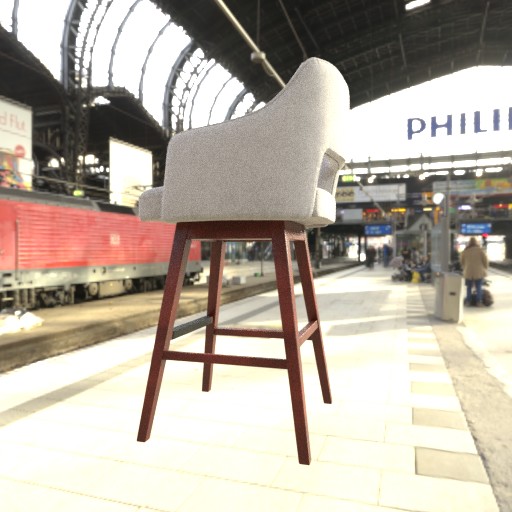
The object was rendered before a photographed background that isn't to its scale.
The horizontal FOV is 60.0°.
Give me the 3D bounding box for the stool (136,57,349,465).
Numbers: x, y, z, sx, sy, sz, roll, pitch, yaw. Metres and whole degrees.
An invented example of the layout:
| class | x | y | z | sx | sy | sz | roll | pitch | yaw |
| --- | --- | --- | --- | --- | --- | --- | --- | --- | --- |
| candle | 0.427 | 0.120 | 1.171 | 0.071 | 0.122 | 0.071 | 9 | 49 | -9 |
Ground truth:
| class | x | y | z | sx | sy | sz | roll | pitch | yaw |
| --- | --- | --- | --- | --- | --- | --- | --- | --- | --- |
| stool | 0.000 | 0.000 | 1.354 | 0.558 | 1.012 | 0.548 | 0 | 1 | 16 |
